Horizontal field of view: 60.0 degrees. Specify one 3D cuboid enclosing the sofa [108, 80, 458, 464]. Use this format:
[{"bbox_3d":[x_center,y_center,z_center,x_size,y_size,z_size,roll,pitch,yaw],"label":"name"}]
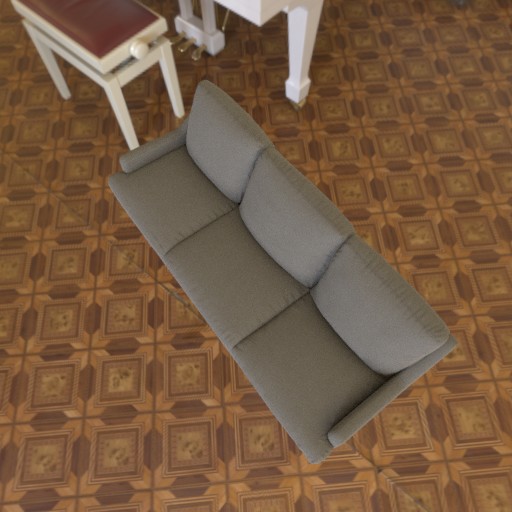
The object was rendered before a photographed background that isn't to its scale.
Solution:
[{"bbox_3d":[0.000,0.000,2.850,0.987,0.926,2.344,-34,68,-16],"label":"sofa"}]
